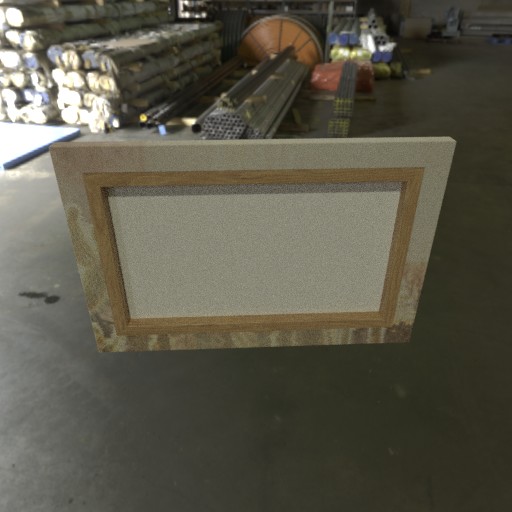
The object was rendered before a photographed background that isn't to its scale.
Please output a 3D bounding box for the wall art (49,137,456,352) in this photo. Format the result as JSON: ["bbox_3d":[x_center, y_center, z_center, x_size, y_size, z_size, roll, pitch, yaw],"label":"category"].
[{"bbox_3d":[0.000,0.000,1.166,0.916,0.608,0.040,-1,31,-2],"label":"wall art"}]
